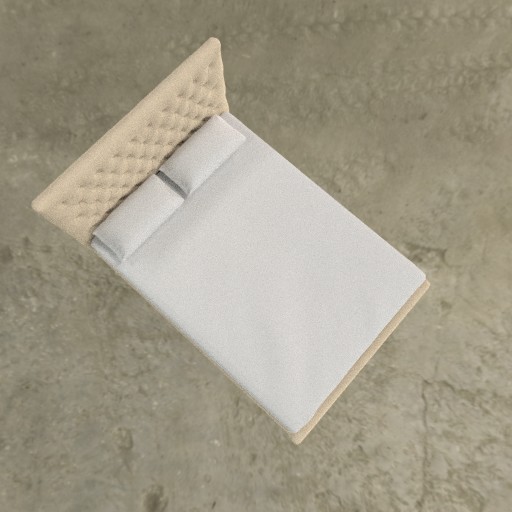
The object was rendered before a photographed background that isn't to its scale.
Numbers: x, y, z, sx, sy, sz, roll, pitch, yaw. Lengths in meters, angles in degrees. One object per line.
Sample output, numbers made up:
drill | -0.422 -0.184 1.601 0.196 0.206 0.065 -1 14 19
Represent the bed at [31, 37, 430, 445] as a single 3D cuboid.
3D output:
bed | 0.000 0.000 3.427 2.387 1.427 1.698 41 80 9
